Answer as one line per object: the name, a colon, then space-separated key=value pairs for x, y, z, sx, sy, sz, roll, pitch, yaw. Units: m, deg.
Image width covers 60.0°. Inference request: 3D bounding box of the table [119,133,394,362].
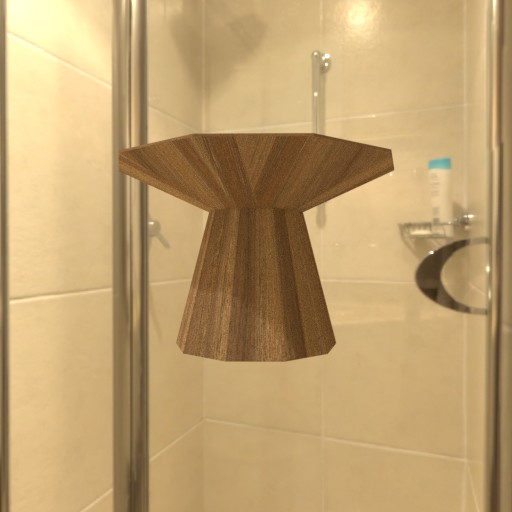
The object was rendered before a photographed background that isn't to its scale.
table: x=0.000 y=0.000 z=1.912 sx=1.186 sy=0.752 sz=1.186 roll=0 pitch=0 yaw=0
